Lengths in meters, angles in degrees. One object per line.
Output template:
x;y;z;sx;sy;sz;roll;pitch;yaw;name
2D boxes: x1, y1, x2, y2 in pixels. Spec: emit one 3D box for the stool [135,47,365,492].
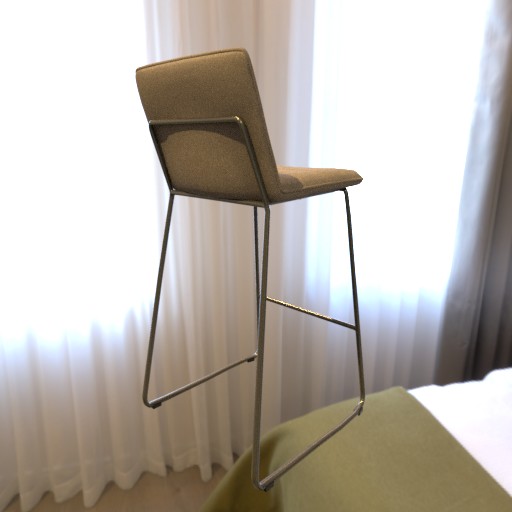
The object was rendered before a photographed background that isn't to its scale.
0.000;0.000;1.217;0.490;0.960;0.490;14;20;43;stool
